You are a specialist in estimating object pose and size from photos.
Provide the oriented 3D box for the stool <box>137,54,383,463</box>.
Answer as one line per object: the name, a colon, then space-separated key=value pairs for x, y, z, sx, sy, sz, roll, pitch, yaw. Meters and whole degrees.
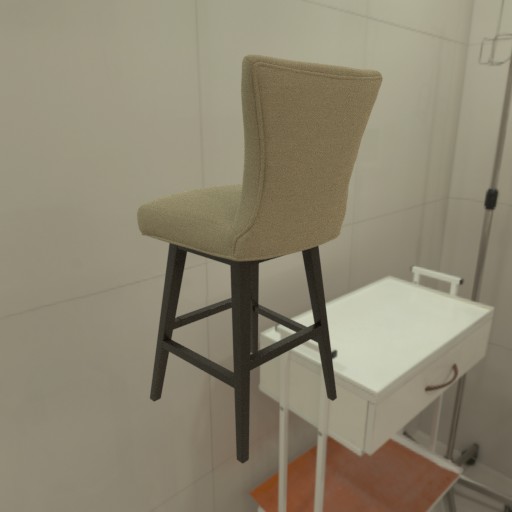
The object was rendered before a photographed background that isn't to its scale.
stool: x=0.000 y=0.000 z=1.395 sx=0.514 sy=1.086 sz=0.574 roll=-16 pitch=23 yaw=-41
